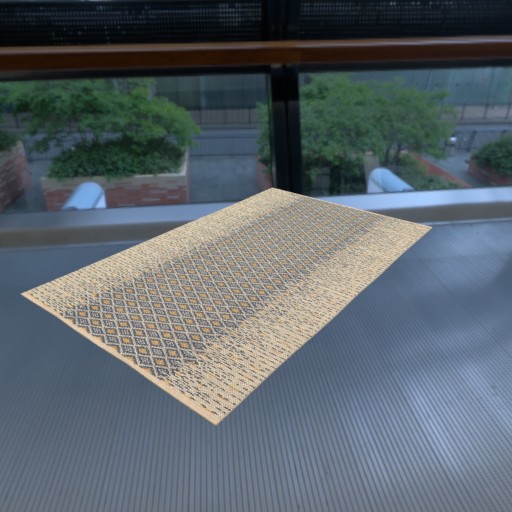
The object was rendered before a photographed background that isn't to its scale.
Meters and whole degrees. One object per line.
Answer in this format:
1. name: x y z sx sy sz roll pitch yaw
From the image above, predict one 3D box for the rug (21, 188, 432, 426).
1. rug: 0.000 0.000 2.993 1.541 0.008 2.448 20 33 33
